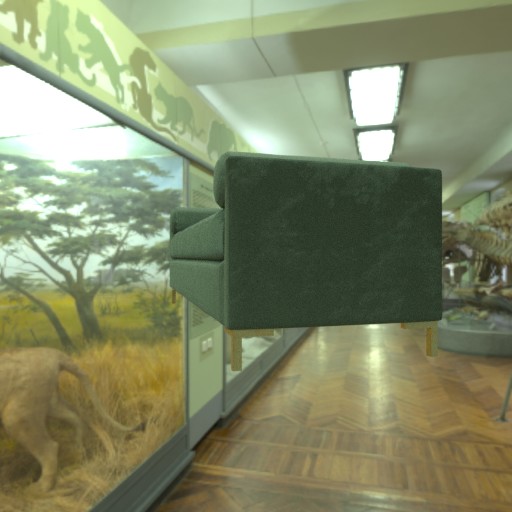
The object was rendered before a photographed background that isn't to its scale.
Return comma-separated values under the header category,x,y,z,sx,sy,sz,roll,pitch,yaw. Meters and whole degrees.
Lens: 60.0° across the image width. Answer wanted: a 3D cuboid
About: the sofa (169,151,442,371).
category,x,y,z,sx,sy,sz,roll,pitch,yaw
sofa,0.000,0.000,2.435,0.796,0.705,2.102,0,0,-16
